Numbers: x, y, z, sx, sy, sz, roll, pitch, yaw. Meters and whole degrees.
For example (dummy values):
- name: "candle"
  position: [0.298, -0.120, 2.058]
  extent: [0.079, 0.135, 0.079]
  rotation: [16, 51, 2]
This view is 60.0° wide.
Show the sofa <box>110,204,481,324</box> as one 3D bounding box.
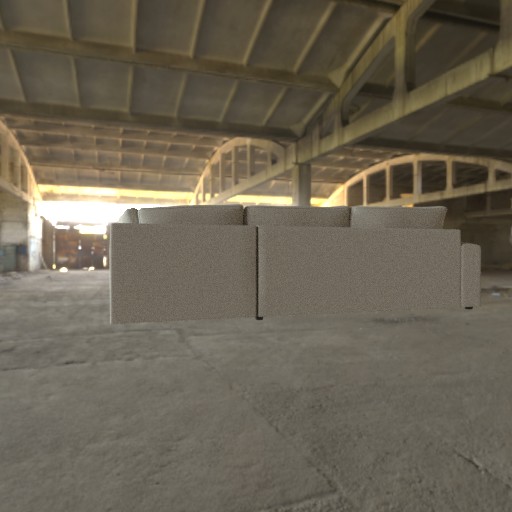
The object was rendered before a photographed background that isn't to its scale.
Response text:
- name: "sofa"
  position: [0.000, 0.000, 4.886]
  extent: [3.066, 0.918, 3.206]
  rotation: [0, 1, -18]
